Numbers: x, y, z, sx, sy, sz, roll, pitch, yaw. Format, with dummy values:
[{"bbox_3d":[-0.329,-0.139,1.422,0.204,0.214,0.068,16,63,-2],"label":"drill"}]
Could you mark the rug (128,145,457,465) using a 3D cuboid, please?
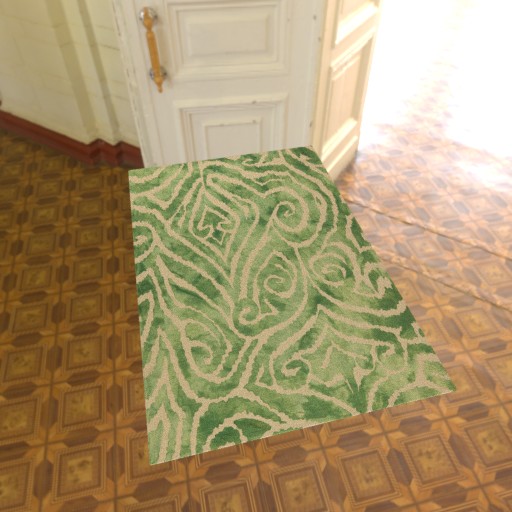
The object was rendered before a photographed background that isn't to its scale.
[{"bbox_3d":[0.000,0.000,2.292,1.220,0.006,1.826,-10,47,-9],"label":"rug"}]
